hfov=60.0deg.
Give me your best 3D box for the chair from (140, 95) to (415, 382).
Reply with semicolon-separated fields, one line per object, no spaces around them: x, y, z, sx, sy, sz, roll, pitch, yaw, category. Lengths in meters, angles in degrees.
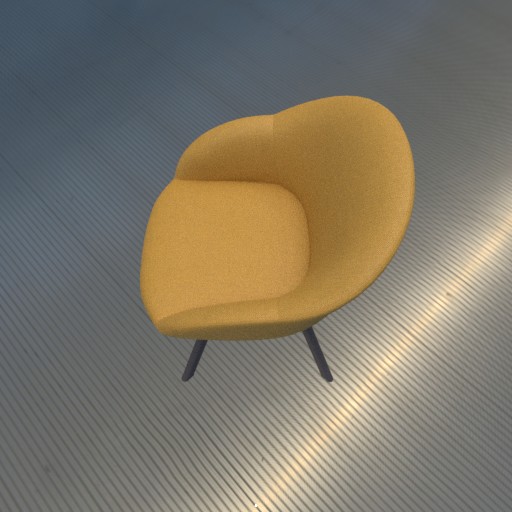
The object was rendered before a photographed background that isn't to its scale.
0.000;0.000;1.167;0.583;0.793;0.551;0;61;0;chair
